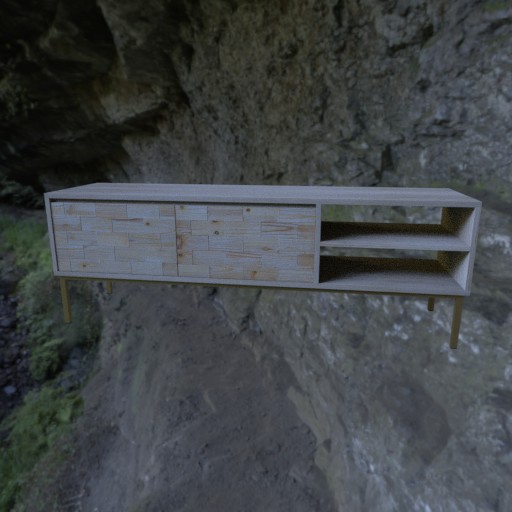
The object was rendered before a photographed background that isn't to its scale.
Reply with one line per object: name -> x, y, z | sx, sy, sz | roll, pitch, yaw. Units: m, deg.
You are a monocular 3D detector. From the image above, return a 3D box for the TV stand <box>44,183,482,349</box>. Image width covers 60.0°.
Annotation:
TV stand -> 0.000, 0.000, 1.875 | 1.600, 0.550, 0.420 | 2, 15, 8
